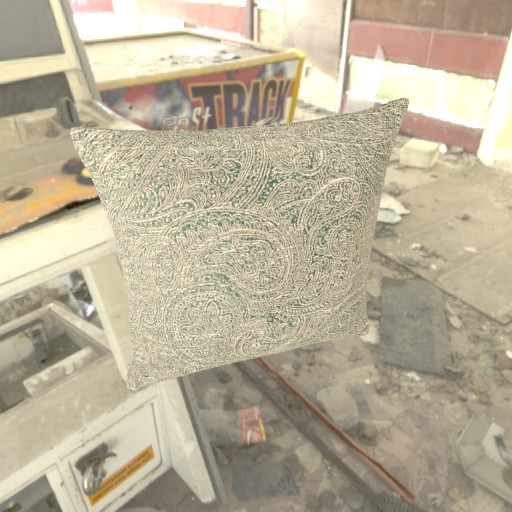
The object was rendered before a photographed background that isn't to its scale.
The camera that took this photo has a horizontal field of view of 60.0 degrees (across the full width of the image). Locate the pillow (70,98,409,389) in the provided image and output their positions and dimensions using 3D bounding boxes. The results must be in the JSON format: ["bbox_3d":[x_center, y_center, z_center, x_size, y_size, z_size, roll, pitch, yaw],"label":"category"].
[{"bbox_3d":[0.000,0.000,0.791,0.526,0.507,0.166,-10,34,-15],"label":"pillow"}]
